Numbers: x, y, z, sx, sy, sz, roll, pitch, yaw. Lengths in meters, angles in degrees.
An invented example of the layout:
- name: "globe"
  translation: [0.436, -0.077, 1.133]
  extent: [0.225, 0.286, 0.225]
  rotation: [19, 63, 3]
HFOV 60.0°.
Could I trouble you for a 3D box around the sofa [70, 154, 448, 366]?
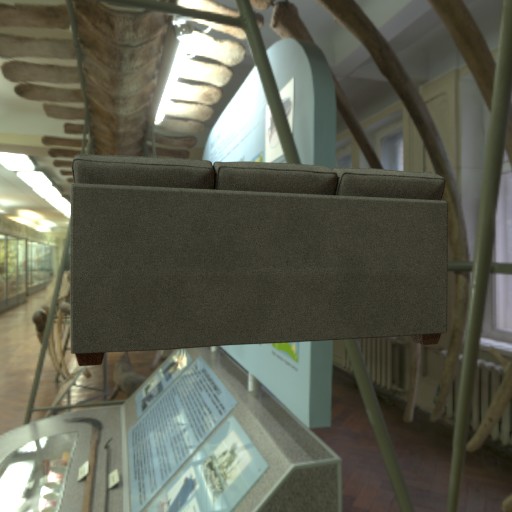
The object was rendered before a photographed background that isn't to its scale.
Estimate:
- name: "sofa"
  translation: [0.000, 0.000, 2.622]
  extent: [1.962, 0.973, 1.027]
  rotation: [0, -1, -17]
